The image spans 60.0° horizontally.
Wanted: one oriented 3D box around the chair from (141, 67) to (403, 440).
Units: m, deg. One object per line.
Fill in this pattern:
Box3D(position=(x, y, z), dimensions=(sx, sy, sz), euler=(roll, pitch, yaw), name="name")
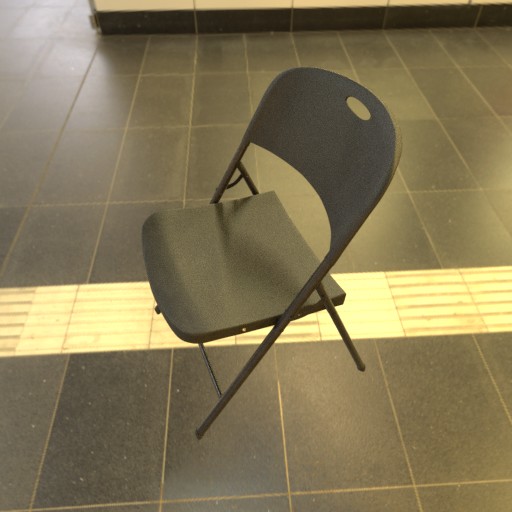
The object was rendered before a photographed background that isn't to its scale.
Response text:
Box3D(position=(0.000, 0.000, 1.174), dimensions=(0.566, 0.810, 0.494), euler=(-17, 50, -15), name="chair")
